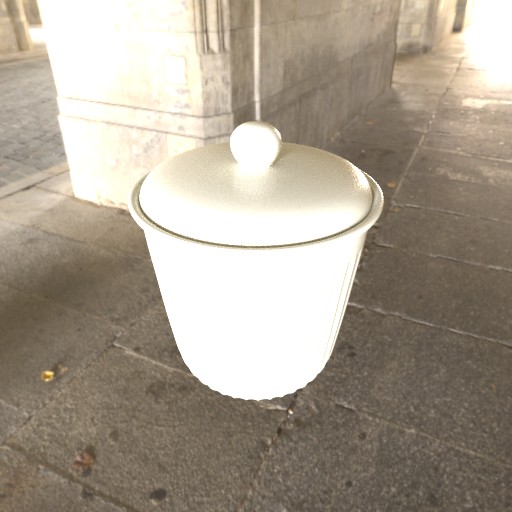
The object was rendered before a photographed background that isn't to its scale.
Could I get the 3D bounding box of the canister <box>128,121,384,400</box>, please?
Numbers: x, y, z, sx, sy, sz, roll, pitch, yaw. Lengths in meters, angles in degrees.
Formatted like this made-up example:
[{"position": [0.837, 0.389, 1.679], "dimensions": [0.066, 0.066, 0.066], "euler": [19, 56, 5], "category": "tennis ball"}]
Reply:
[{"position": [0.000, 0.000, 0.353], "dimensions": [0.181, 0.211, 0.181], "euler": [0, 32, 0], "category": "canister"}]
